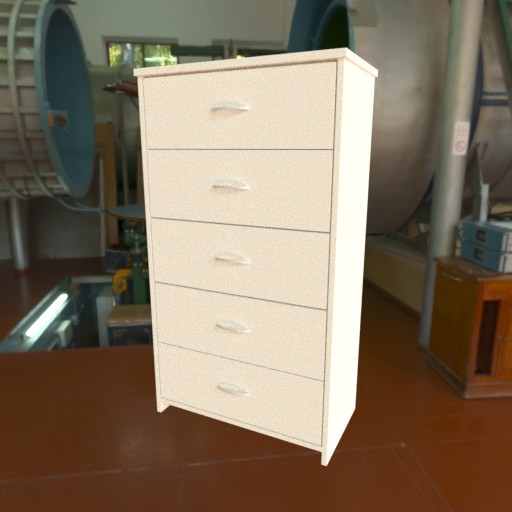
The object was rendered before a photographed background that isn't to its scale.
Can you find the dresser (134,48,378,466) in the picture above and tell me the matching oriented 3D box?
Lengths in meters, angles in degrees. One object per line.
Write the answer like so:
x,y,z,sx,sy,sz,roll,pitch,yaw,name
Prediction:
0.000,0.000,1.596,0.704,1.255,0.399,7,15,26,dresser
